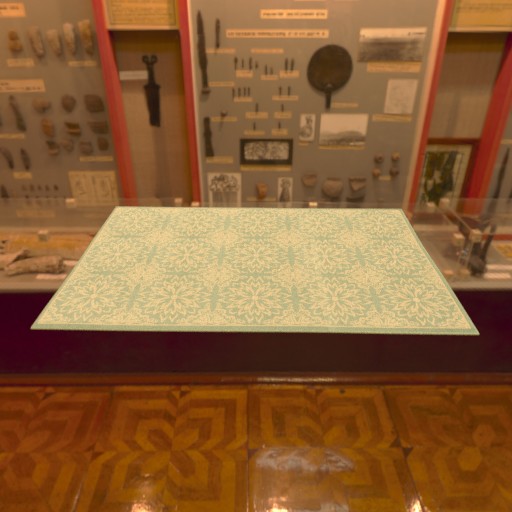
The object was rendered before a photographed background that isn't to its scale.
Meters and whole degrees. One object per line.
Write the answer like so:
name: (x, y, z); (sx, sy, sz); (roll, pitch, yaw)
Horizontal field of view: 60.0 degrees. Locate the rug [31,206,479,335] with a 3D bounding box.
rug: (0.000, 0.000, 3.485); (2.746, 0.018, 1.819); (1, 31, 1)
